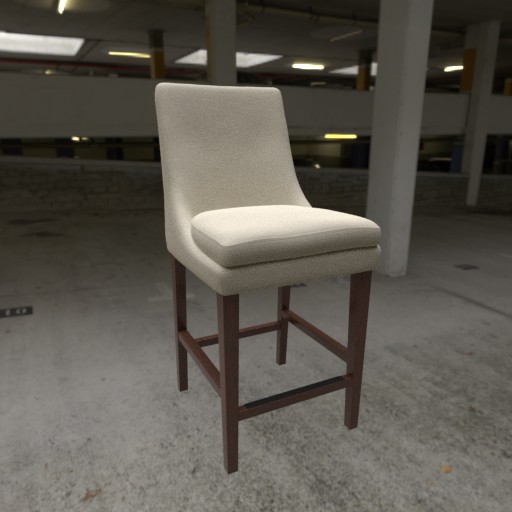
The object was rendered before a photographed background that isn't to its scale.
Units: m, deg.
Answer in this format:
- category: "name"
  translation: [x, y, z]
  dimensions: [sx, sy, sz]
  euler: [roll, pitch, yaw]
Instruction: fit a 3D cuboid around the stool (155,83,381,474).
- category: "stool"
  translation: [0.000, 0.000, 1.308]
  dimensions: [0.470, 0.981, 0.577]
  euler: [-8, 18, -26]
